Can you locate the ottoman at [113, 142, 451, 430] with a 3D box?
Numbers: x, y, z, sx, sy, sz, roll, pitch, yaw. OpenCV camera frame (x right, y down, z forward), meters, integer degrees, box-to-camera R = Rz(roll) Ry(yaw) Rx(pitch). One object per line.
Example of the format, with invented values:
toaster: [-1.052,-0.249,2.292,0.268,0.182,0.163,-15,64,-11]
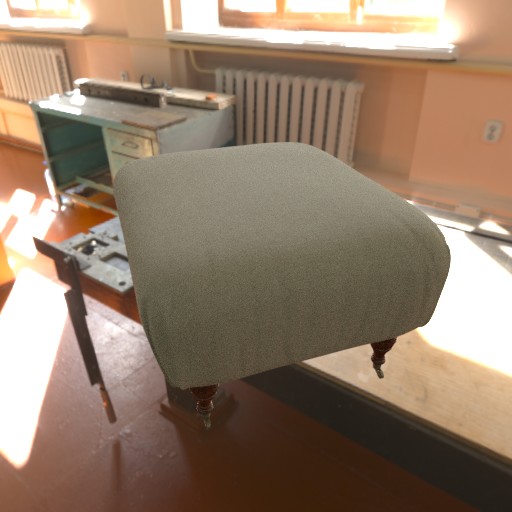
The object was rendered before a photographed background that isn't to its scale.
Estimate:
ottoman: [0.000,0.000,1.151,0.639,0.450,0.746,-10,32,-17]
